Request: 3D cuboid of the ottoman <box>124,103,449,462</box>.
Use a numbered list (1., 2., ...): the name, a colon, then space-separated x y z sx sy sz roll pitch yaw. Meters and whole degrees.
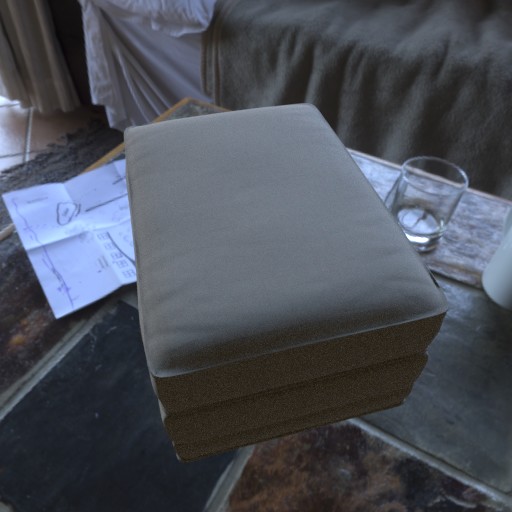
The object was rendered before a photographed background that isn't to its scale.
1. ottoman: 0.000 0.000 1.204 0.611 0.482 0.848 -11 48 -10
